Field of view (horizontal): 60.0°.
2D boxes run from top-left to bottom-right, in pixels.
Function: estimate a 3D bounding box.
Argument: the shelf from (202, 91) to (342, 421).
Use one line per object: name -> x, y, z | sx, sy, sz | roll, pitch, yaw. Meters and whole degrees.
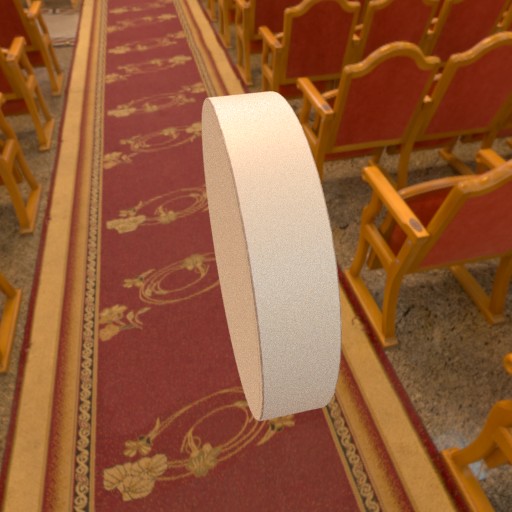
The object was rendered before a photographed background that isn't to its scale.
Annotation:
shelf -> 0.000, 0.000, 1.174 | 0.158, 0.807, 0.806 | -9, 46, -9
